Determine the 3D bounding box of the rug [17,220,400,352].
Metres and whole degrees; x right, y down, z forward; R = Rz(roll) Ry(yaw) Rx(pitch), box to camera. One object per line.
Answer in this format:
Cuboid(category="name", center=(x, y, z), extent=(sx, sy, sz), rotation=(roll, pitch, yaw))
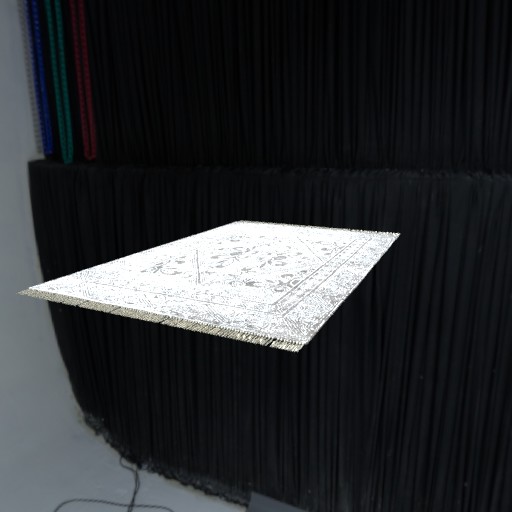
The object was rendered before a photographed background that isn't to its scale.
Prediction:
Cuboid(category="rug", center=(0.000, 0.000, 2.973), extent=(1.529, 0.010, 2.440), rotation=(7, 16, 25))
